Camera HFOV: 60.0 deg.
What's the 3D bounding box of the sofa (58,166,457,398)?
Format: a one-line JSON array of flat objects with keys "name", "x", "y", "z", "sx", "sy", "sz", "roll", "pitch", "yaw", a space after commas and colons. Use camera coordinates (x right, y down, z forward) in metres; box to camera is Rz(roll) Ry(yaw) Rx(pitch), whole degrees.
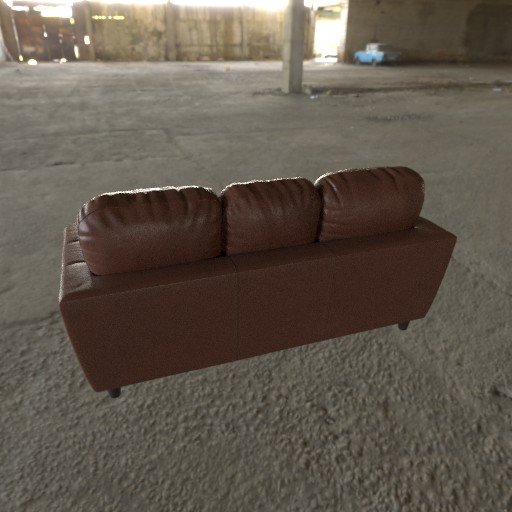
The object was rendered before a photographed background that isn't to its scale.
[{"name": "sofa", "x": 0.000, "y": 0.000, "z": 2.313, "sx": 1.862, "sy": 0.915, "sz": 0.802, "roll": -9, "pitch": 27, "yaw": -18}]
